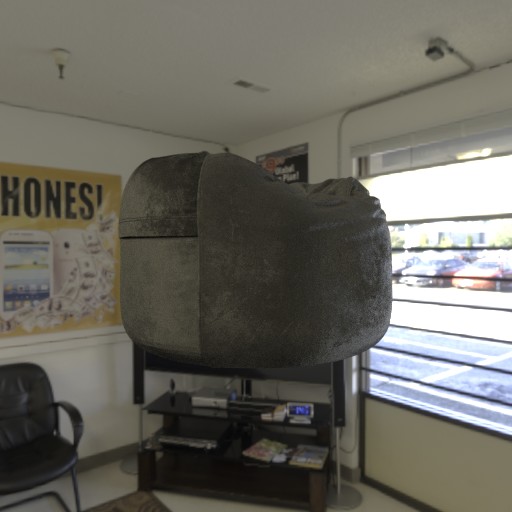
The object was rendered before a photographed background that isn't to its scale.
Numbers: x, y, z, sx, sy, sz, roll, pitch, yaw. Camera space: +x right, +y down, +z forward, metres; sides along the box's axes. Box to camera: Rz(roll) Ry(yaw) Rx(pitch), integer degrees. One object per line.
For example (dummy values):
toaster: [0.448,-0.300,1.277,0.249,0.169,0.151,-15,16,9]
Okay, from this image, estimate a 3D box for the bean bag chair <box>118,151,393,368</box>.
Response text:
bean bag chair: [0.000,0.000,1.543,0.918,0.605,0.918,0,1,0]
